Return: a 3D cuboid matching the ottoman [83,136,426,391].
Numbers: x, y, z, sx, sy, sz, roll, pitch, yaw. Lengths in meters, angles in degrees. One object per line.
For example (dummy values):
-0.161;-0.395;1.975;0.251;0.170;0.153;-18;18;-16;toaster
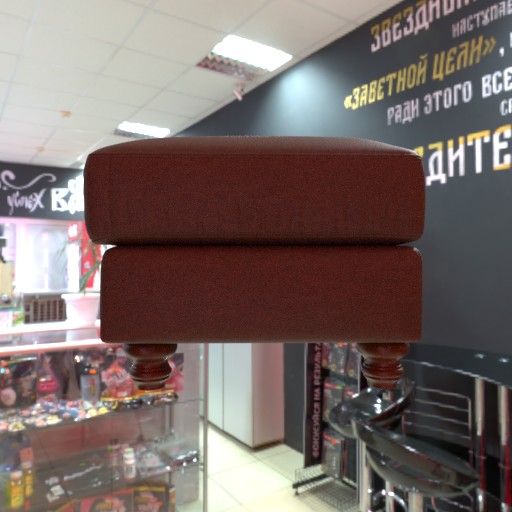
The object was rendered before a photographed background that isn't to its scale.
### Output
0.000;0.000;1.154;0.635;0.508;0.787;0;-1;-1;ottoman
